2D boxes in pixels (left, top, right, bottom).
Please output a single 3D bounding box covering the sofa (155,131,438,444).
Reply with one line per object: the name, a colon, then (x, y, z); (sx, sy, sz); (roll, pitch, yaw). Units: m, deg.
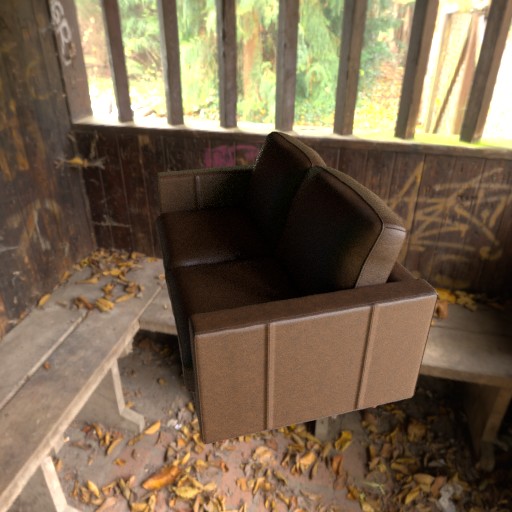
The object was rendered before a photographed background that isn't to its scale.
sofa: (0.000, 0.000, 2.219); (0.909, 0.951, 1.578); (-8, 30, -13)
